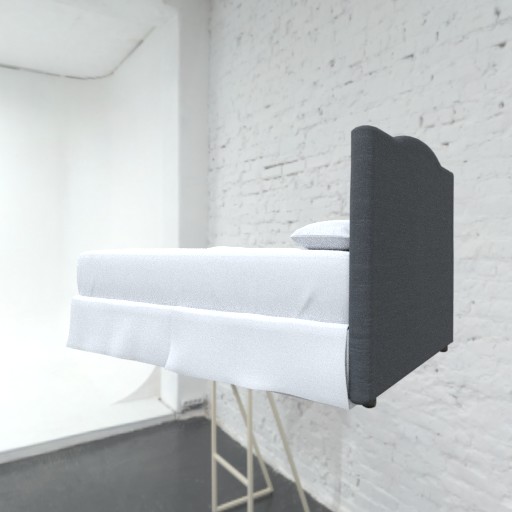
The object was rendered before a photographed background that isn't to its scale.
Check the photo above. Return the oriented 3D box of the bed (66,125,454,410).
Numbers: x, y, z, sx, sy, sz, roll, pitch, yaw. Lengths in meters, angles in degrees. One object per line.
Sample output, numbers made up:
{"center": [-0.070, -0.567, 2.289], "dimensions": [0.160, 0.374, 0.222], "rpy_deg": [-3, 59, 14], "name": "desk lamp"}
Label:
{"center": [0.000, 0.000, 3.439], "dimensions": [2.507, 1.441, 1.747], "rpy_deg": [1, 1, 36], "name": "bed"}
